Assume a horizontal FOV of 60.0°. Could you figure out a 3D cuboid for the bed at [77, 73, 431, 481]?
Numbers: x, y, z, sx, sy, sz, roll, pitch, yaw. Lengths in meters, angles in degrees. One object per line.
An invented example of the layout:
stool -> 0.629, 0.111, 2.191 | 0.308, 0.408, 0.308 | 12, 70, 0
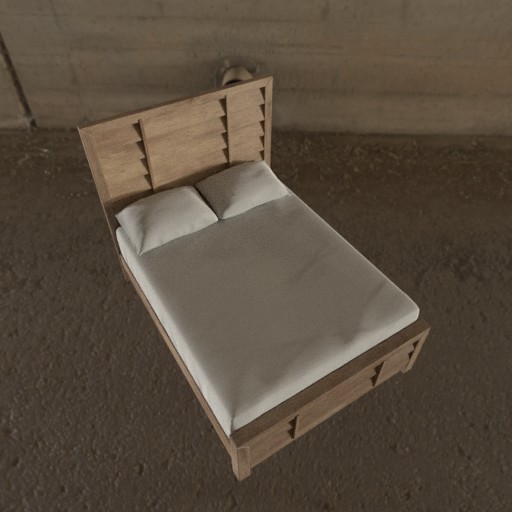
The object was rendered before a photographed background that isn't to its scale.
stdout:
bed -> 0.000, 0.000, 3.375 | 1.626, 1.626, 2.197 | -24, 50, -22
